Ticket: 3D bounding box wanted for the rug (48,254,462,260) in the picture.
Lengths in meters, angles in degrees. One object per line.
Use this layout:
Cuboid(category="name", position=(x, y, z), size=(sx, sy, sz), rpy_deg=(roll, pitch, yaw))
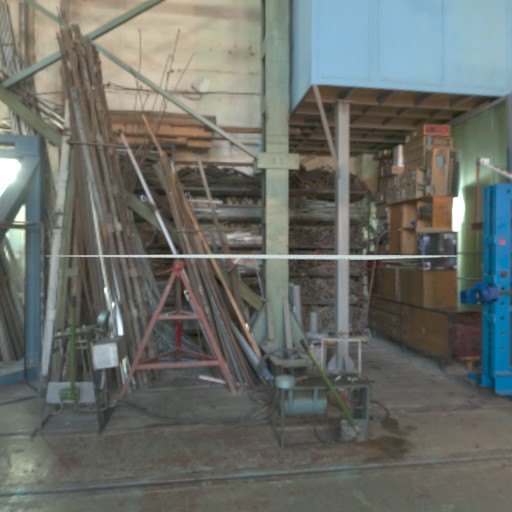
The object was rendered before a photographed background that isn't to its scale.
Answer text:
Cuboid(category="rug", position=(0.000, 0.000, 4.277), size=(3.197, 0.006, 2.438), rpy_deg=(0, 1, 36))
